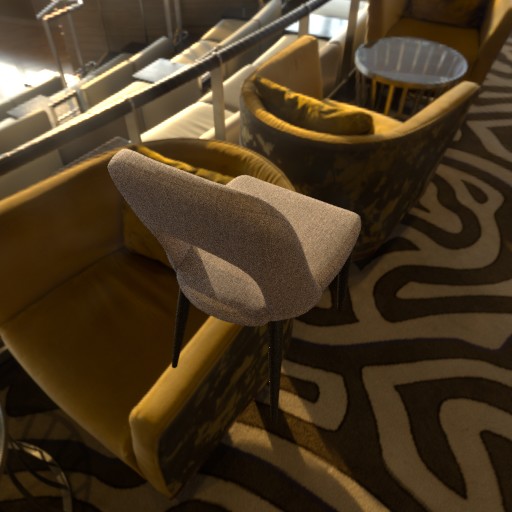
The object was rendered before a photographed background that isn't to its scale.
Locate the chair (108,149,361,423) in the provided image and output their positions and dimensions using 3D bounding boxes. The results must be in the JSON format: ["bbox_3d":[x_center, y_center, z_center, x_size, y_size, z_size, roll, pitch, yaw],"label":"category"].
[{"bbox_3d":[0.000,0.000,1.294,0.470,0.931,0.612,23,50,20],"label":"chair"}]
